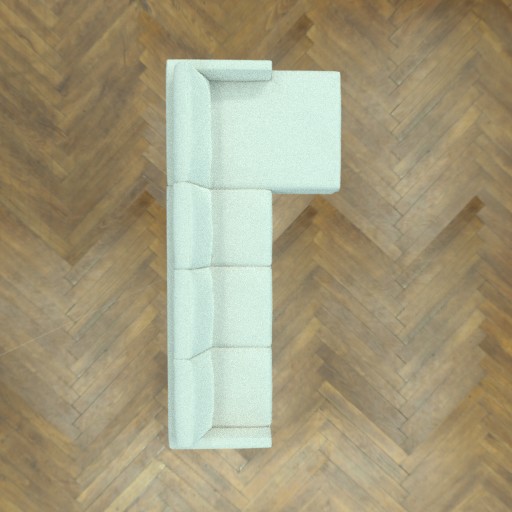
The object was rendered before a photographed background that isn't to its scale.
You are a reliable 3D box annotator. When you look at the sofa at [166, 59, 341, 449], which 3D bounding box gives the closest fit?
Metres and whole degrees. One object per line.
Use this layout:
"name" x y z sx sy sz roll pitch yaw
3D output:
"sofa" 0.000 0.000 4.196 1.606 0.954 3.471 0 92 -1
